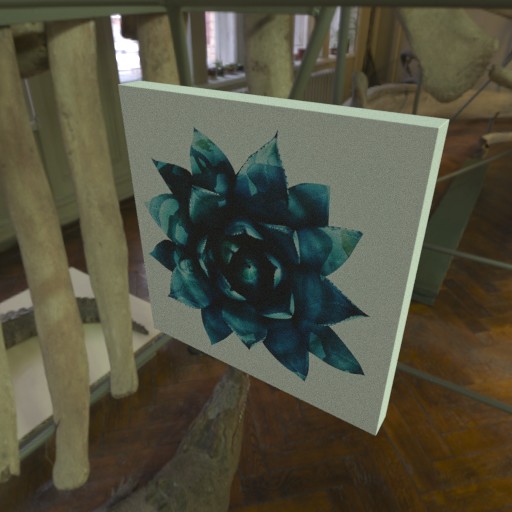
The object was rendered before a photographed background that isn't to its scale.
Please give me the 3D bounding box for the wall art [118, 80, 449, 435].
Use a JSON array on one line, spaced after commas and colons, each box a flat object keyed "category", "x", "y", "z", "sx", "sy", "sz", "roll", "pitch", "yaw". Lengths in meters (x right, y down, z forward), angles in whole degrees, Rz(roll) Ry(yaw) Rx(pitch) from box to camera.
[{"category": "wall art", "x": 0.000, "y": 0.000, "z": 0.598, "sx": 0.406, "sy": 0.406, "sz": 0.038, "roll": 18, "pitch": 35, "yaw": 28}]
